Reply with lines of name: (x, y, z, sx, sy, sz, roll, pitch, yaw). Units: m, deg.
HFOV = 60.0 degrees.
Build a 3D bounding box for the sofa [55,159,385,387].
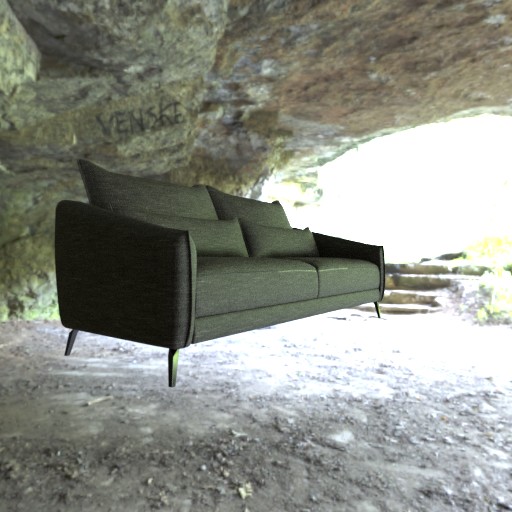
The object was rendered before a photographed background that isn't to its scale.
sofa: (0.000, 0.000, 2.421, 0.807, 0.843, 2.019, 0, 0, 34)
